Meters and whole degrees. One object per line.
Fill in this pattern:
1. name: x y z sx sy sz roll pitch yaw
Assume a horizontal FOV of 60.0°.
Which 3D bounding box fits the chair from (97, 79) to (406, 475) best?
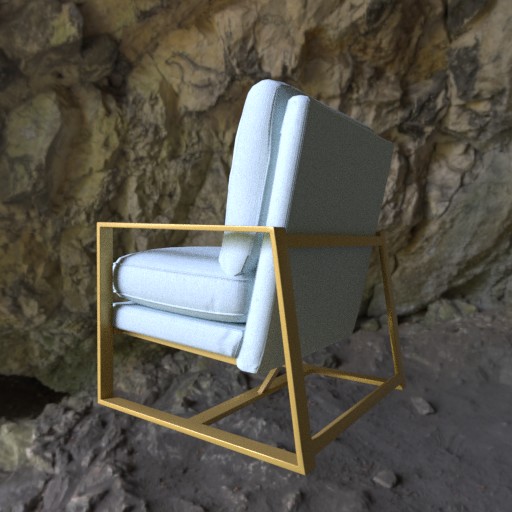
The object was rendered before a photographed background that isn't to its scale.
1. chair: 0.000 0.000 1.526 0.813 0.956 0.758 1 2 35
